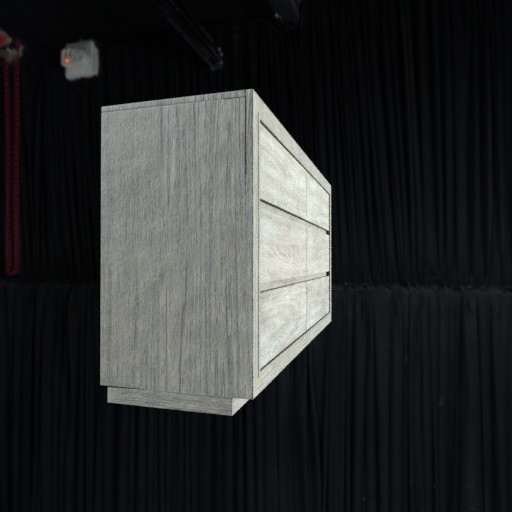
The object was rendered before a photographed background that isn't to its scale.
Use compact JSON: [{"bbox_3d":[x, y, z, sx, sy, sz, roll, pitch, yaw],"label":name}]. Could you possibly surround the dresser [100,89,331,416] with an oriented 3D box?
[{"bbox_3d":[0.000,0.000,2.045,0.483,0.889,1.628,0,-1,17],"label":"dresser"}]
